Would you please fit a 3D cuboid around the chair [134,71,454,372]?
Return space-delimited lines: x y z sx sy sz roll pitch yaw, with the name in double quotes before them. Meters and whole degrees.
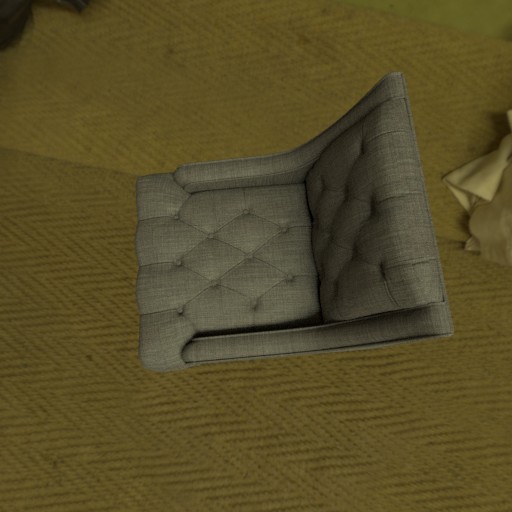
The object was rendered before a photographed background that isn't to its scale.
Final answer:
"chair" 0.000 0.000 1.395 0.771 0.891 0.655 -5 76 -1
